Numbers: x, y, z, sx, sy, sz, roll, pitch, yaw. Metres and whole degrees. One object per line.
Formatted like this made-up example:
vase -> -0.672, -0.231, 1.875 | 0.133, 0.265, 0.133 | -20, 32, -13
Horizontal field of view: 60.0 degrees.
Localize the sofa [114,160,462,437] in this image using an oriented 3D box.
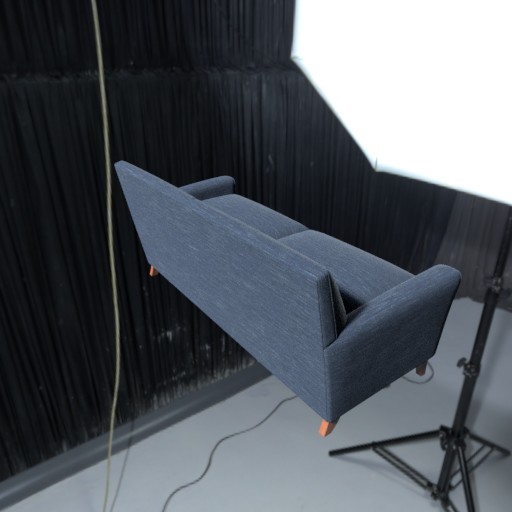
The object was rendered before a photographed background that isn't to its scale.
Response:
sofa -> 0.000, 0.000, 2.543 | 0.875, 0.846, 1.976 | -17, 30, -32
